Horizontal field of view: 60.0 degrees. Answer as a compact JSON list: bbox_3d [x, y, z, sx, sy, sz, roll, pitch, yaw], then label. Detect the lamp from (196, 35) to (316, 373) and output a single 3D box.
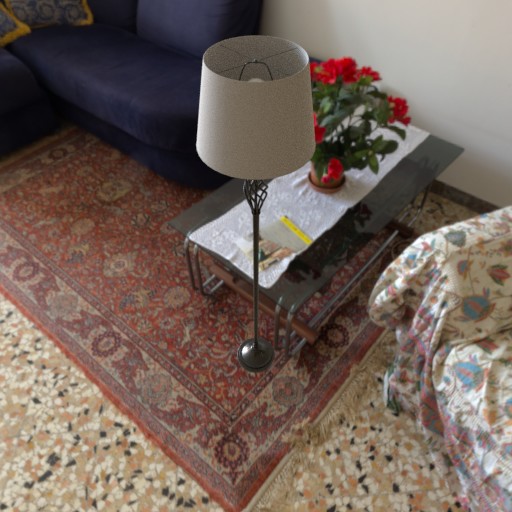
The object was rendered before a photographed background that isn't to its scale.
[{"bbox_3d":[0.000,0.000,1.814,0.379,1.623,0.379,0,48,0],"label":"lamp"}]
